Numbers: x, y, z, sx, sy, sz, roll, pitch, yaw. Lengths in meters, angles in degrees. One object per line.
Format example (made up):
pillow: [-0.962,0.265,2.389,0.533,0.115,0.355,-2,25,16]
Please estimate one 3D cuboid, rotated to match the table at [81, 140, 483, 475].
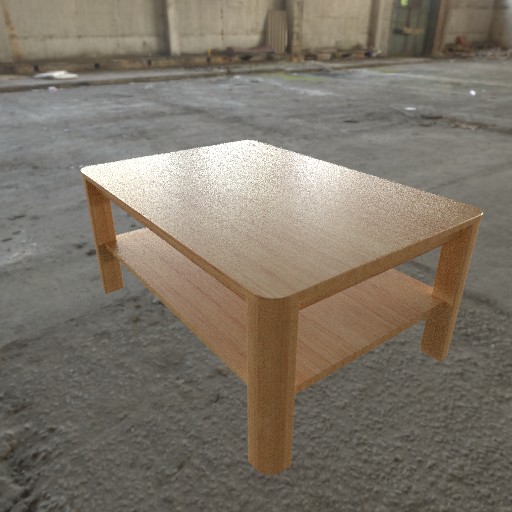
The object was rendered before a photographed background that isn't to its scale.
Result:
table: [0.000,0.000,1.364,0.696,0.445,0.997,-19,33,-32]
